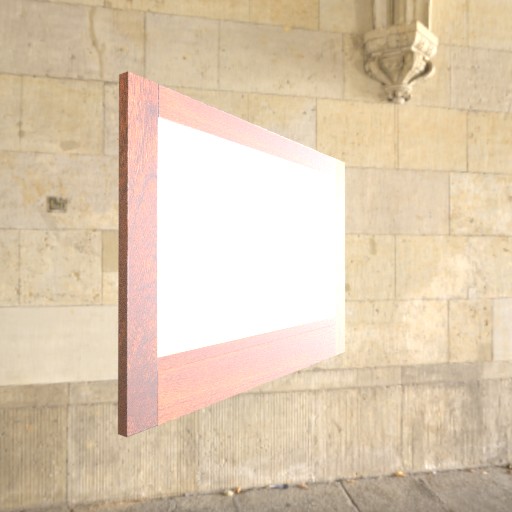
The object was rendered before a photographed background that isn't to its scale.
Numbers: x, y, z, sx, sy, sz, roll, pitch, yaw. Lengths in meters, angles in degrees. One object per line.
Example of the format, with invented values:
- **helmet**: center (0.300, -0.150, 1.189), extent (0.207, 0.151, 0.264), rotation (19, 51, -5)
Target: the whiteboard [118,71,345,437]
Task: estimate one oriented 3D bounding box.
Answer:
- **whiteboard**: center (0.000, 0.000, 1.017), extent (0.083, 0.559, 0.783), rotation (0, -1, 36)
